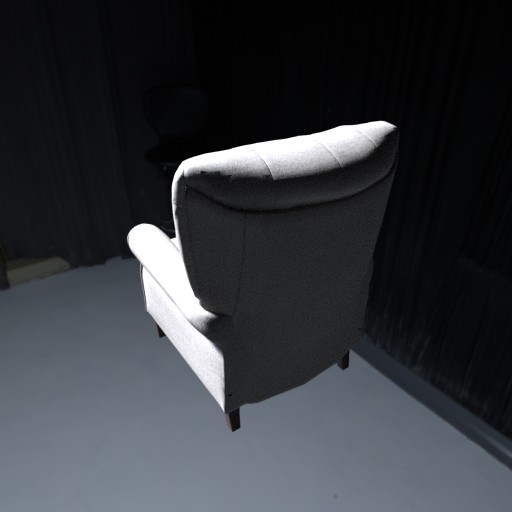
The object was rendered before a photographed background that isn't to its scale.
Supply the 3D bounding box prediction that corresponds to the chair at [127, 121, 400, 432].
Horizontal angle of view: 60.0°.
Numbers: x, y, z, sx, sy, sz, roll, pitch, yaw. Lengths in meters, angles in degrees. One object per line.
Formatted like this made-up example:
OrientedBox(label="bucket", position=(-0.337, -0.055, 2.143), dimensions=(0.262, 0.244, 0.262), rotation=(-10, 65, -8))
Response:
OrientedBox(label="chair", position=(0.000, 0.000, 1.968), dimensions=(0.942, 1.209, 1.025), rotation=(-19, 35, -29))
